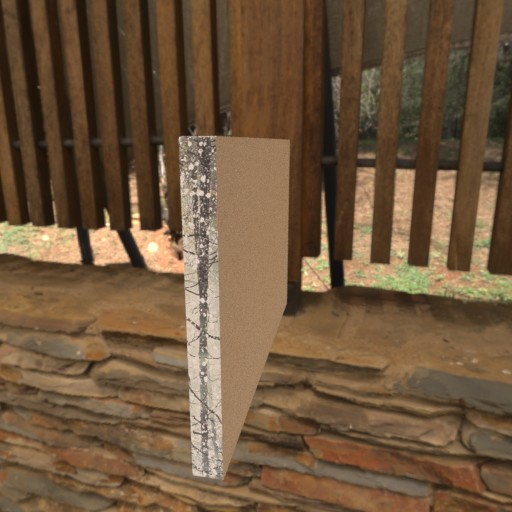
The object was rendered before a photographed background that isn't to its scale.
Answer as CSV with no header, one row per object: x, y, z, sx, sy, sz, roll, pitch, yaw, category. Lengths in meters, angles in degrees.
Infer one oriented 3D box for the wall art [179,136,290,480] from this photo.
0.000,0.000,0.778,0.042,0.398,0.618,3,15,11,wall art
